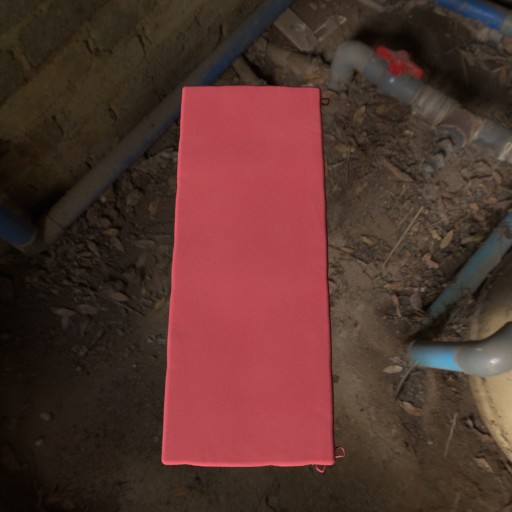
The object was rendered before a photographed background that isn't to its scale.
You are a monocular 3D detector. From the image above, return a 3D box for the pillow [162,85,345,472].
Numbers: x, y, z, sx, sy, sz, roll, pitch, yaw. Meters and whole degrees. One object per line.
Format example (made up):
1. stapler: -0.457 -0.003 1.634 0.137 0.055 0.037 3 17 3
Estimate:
1. pillow: 0.000 0.000 1.325 0.492 0.081 1.187 0 75 0
